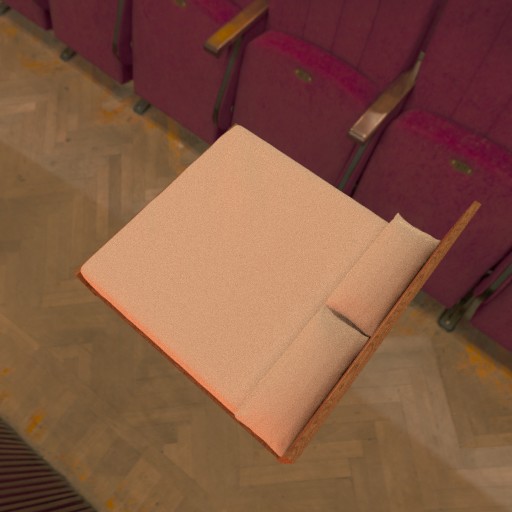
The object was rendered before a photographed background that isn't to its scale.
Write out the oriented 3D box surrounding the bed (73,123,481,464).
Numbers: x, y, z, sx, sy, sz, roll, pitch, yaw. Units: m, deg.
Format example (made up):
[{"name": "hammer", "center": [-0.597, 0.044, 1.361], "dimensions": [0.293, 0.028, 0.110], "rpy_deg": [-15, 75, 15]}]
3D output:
[{"name": "bed", "center": [0.000, 0.000, 3.470], "dimensions": [2.184, 1.295, 2.013], "rpy_deg": [37, 70, 16]}]
